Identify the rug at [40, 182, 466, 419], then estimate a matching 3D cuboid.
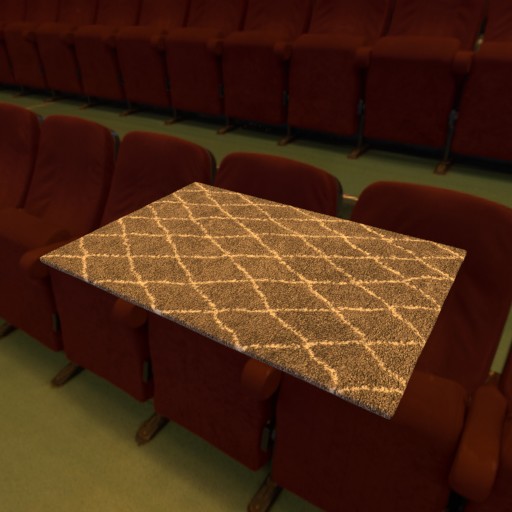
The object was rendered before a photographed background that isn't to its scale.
[{"bbox_3d":[0.000,0.000,2.230,1.778,0.030,1.219,18,35,28],"label":"rug"}]
